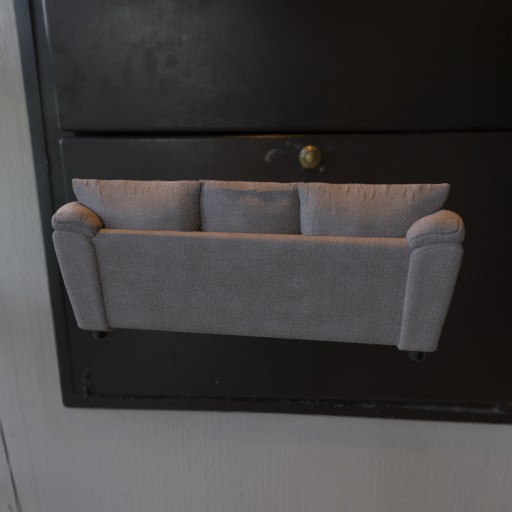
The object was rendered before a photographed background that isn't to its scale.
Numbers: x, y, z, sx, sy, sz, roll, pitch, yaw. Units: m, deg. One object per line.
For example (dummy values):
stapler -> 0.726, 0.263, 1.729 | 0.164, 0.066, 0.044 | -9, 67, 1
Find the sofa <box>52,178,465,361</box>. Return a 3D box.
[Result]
sofa -> 0.000, 0.000, 2.826 | 2.334, 0.996, 0.878 | 2, 15, 8
